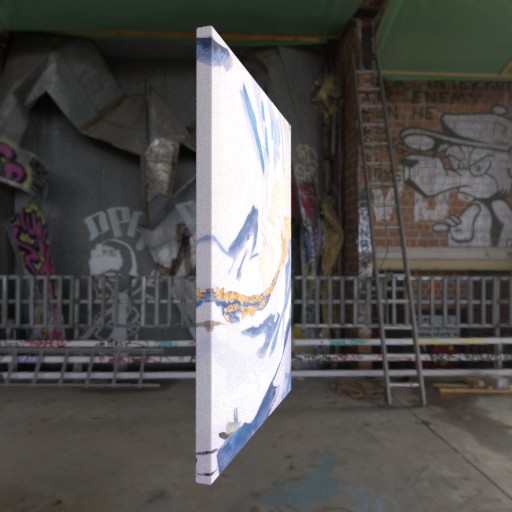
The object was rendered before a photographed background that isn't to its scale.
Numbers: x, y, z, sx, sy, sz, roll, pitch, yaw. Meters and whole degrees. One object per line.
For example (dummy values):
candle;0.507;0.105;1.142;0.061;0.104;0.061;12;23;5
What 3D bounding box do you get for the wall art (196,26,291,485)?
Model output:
wall art;0.000;0.000;1.343;0.038;1.015;0.761;0;-1;18
